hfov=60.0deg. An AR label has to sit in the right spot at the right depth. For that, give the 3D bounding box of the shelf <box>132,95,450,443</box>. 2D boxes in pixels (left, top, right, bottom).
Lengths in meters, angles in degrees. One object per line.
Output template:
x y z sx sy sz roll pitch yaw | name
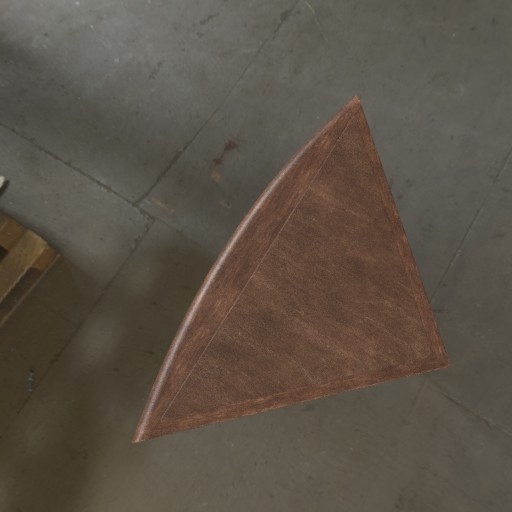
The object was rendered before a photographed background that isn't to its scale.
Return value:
0.000 0.000 0.476 0.310 0.050 0.310 -13 76 -3 | shelf
